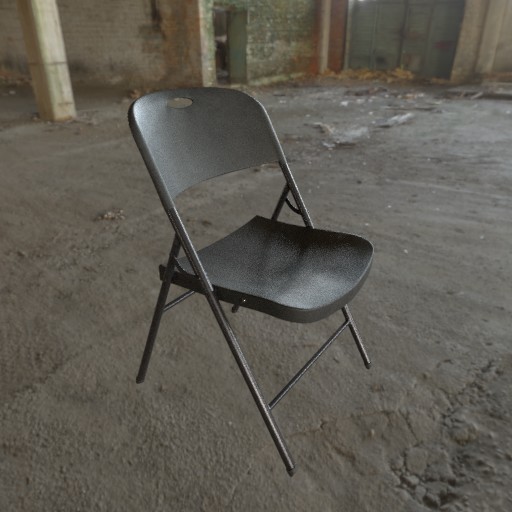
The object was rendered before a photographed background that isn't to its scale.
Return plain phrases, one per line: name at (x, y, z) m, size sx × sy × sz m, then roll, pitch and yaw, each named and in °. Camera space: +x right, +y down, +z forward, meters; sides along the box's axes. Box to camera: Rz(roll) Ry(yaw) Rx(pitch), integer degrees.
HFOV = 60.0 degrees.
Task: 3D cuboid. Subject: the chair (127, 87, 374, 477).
chair at (0.000, 0.000, 1.188) m, size 0.567 × 0.810 × 0.494 m, roll 18°, pitch 31°, yaw 31°
